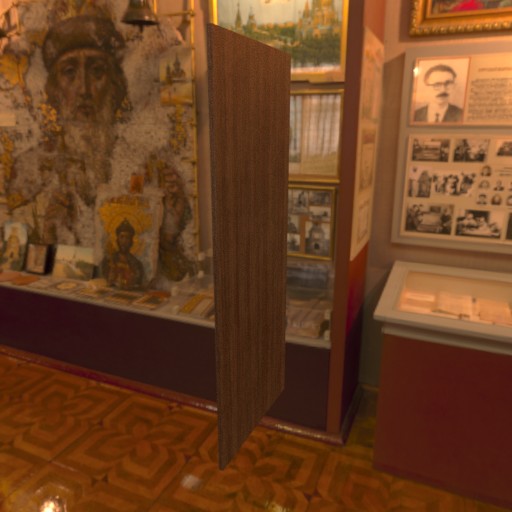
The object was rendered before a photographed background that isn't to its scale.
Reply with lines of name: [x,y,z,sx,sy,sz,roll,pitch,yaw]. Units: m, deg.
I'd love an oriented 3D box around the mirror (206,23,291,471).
mirror: [0.000,0.000,2.300,0.025,2.032,0.812,8,18,25]
